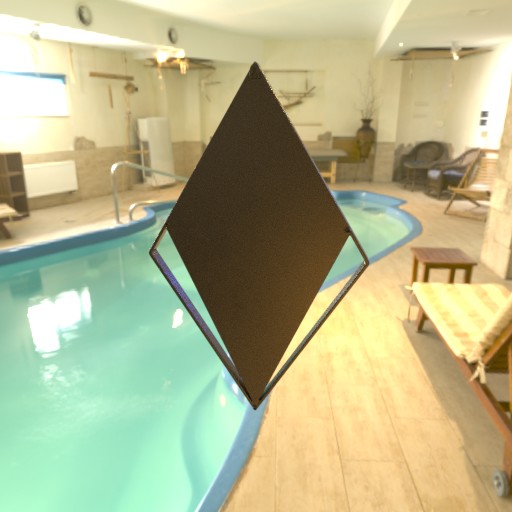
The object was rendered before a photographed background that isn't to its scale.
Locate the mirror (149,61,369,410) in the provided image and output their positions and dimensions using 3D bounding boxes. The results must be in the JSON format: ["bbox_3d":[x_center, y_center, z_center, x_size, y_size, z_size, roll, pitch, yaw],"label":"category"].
[{"bbox_3d":[0.000,0.000,0.843,0.419,0.679,0.032,3,18,8],"label":"mirror"}]
